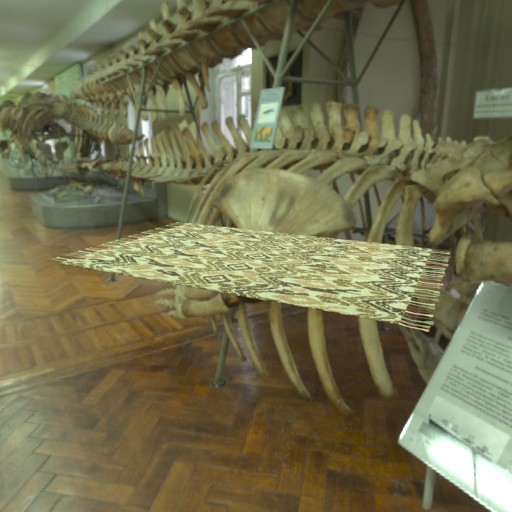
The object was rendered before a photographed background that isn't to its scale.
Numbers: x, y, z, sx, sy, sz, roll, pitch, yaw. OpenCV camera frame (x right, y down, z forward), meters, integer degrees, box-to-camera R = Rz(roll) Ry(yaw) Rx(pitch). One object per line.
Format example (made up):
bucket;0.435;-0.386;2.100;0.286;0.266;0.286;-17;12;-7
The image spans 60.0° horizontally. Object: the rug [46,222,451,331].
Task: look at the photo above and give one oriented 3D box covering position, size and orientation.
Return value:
rug;0.000;0.000;3.085;2.438;0.008;1.524;8;17;25
